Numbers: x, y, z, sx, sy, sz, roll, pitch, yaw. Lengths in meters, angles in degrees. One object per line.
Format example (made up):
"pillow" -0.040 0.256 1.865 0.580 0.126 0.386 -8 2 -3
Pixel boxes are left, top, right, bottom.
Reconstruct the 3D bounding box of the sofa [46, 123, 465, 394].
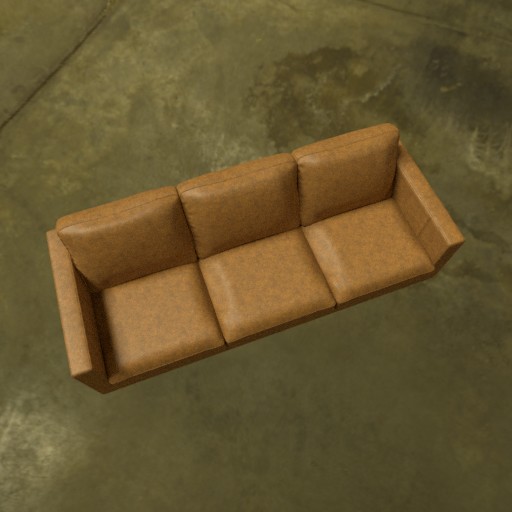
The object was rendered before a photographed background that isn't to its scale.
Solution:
"sofa" 0.000 0.000 2.705 2.231 0.930 0.903 -18 65 -9
